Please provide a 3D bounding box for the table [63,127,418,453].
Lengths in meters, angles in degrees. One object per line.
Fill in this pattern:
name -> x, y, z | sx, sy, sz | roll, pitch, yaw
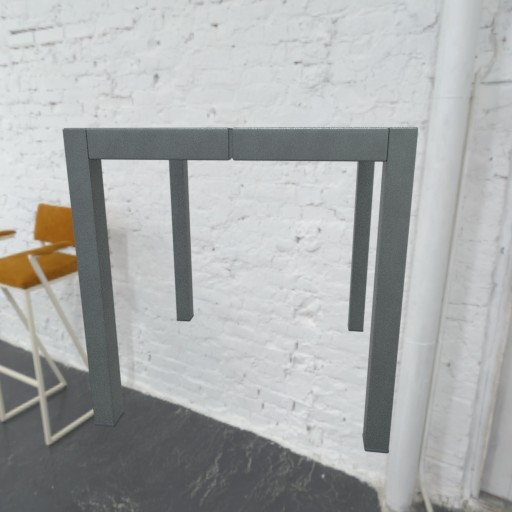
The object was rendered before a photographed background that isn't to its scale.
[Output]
table -> 0.000, 0.000, 0.927 | 0.508, 0.508, 0.508 | 2, 15, 8
